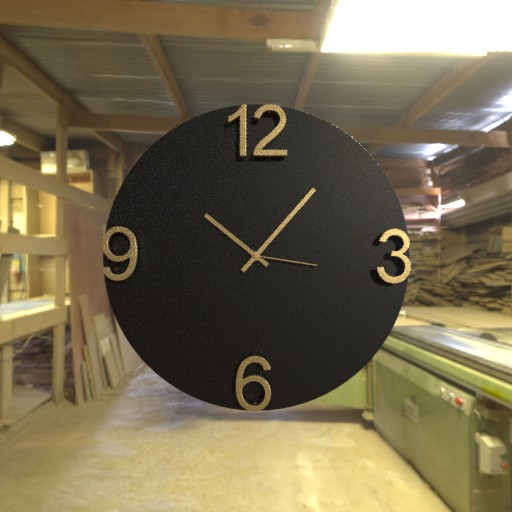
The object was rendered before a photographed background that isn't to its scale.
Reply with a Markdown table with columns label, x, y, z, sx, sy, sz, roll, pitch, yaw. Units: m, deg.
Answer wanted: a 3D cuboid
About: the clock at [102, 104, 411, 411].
| label | x | y | z | sx | sy | sz | roll | pitch | yaw |
| --- | --- | --- | --- | --- | --- | --- | --- | --- | --- |
| clock | 0.000 | 0.000 | 0.657 | 0.454 | 0.454 | 0.038 | 0 | -2 | 1 |
